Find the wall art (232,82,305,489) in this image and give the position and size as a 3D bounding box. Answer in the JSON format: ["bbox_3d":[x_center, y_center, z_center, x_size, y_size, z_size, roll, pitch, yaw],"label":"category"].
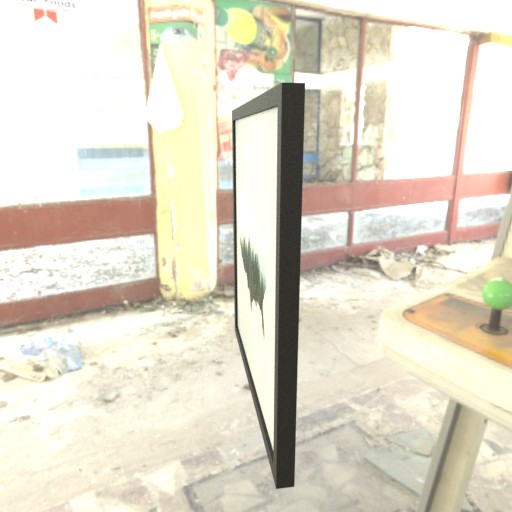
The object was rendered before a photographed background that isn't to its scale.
[{"bbox_3d":[0.000,0.000,1.155,0.038,0.763,0.763,-2,15,-9],"label":"wall art"}]
